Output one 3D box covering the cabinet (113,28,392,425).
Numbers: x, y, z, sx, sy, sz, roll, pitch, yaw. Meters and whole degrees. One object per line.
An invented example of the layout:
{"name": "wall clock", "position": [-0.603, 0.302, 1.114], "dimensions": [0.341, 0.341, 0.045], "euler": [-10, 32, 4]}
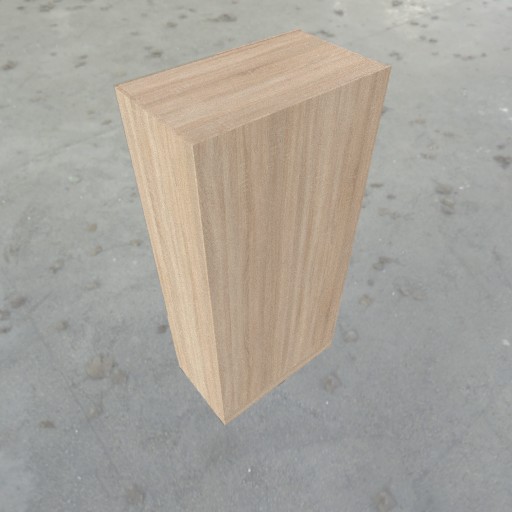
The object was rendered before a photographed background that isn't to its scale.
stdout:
{"name": "cabinet", "position": [0.000, 0.000, 2.567], "dimensions": [1.001, 2.121, 0.590], "euler": [-30, 52, -26]}
